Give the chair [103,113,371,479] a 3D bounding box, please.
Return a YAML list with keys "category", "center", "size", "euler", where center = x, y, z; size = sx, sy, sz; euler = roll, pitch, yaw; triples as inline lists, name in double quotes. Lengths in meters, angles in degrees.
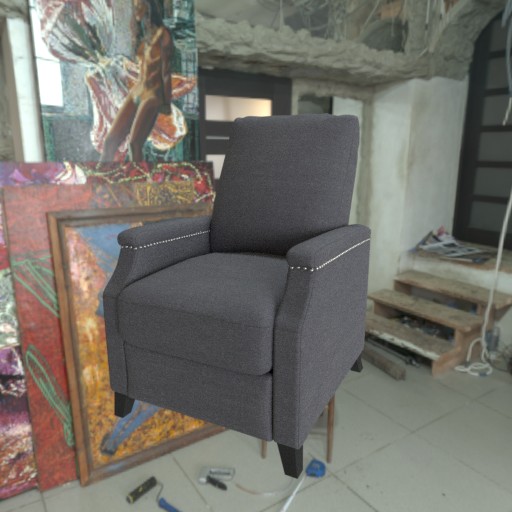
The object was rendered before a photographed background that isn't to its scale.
- category: "chair"
  center: [0.000, 0.000, 1.640]
  size: [0.710, 1.049, 0.922]
  euler: [6, 14, 26]
